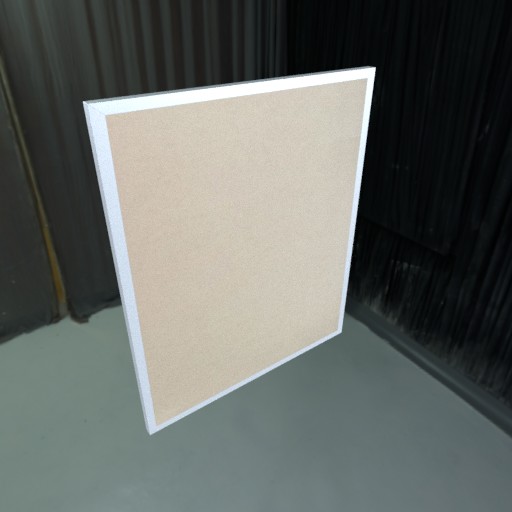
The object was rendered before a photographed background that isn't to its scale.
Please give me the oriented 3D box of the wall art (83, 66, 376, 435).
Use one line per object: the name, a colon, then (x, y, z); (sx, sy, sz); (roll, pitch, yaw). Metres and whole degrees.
wall art: (0.000, 0.000, 0.614); (0.382, 0.456, 0.013); (-20, 36, -30)
